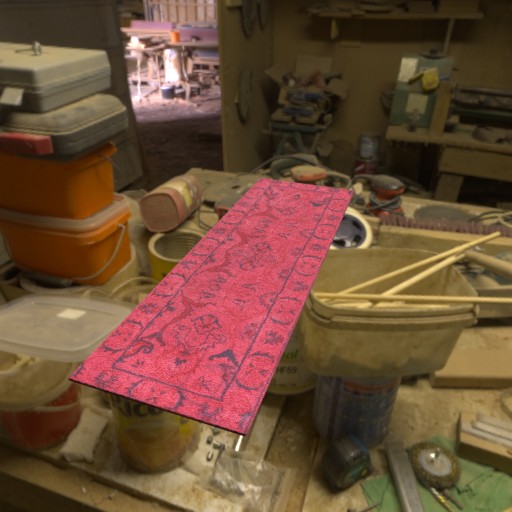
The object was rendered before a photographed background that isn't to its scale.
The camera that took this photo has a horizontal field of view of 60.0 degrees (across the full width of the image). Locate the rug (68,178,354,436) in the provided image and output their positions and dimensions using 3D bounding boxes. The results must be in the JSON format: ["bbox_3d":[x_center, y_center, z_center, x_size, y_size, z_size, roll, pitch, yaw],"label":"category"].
[{"bbox_3d":[0.000,0.000,2.740,0.813,0.018,2.439,11,33,17],"label":"rug"}]
